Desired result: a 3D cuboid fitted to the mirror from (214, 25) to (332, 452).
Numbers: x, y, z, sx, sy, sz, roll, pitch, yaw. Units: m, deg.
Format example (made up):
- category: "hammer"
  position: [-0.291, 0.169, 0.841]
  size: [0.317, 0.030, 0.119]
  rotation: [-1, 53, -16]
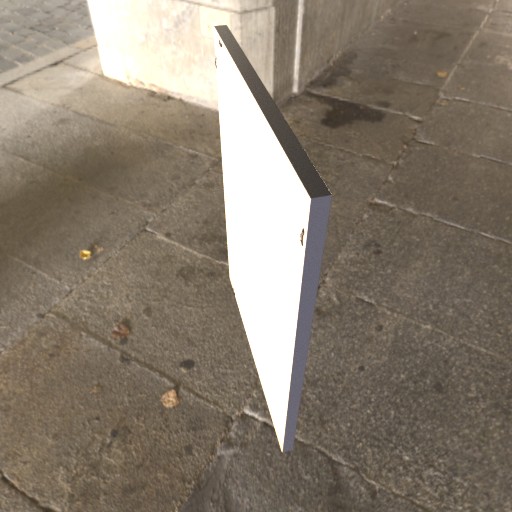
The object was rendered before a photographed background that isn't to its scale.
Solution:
- category: "mirror"
  position: [0.000, 0.000, 1.295]
  size: [0.040, 1.016, 0.762]
  rotation: [-11, 47, -10]
